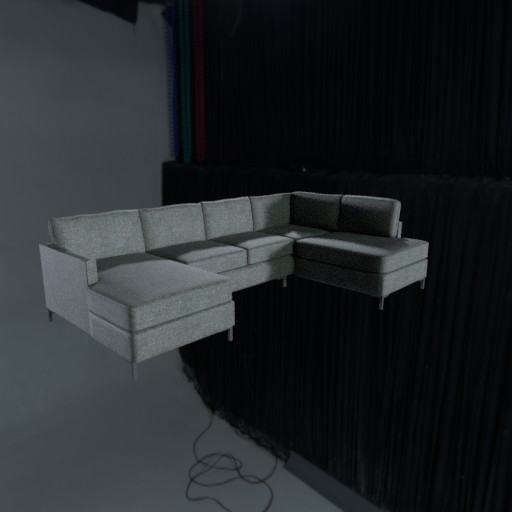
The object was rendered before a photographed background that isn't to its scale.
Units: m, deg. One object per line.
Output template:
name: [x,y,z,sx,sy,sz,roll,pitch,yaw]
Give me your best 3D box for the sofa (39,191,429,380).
sofa: [0.000,0.000,4.401,2.048,0.999,3.423,13,19,43]
